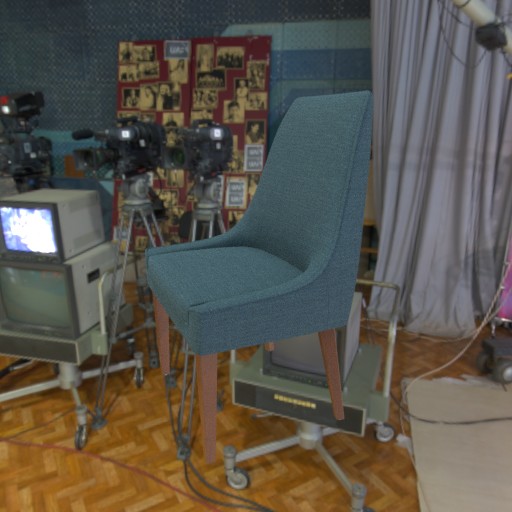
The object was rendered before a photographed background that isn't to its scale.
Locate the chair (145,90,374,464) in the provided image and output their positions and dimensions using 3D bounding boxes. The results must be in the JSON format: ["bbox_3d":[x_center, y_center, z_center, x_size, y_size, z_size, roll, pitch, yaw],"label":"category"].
[{"bbox_3d":[0.000,0.000,1.235,0.544,0.861,0.529,-8,18,-24],"label":"chair"}]
